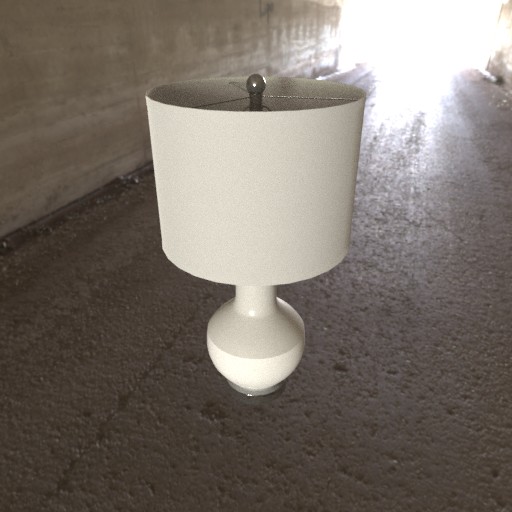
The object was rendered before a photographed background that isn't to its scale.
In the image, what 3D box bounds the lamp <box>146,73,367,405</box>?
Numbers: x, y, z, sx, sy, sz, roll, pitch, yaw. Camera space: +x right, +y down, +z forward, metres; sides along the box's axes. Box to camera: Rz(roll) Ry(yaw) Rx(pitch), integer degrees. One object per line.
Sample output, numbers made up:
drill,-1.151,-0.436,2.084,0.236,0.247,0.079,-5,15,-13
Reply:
lamp,0.000,0.000,0.878,0.357,0.673,0.357,-8,30,-15
